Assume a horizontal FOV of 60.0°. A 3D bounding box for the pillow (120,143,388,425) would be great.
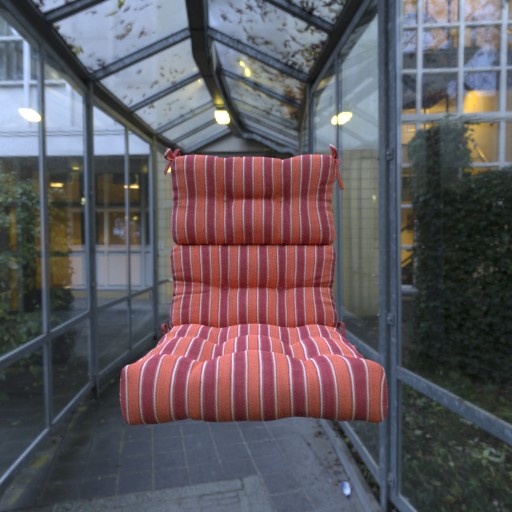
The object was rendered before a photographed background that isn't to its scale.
[{"bbox_3d":[0.000,0.000,1.034,0.519,0.605,0.571,0,2,0],"label":"pillow"}]
